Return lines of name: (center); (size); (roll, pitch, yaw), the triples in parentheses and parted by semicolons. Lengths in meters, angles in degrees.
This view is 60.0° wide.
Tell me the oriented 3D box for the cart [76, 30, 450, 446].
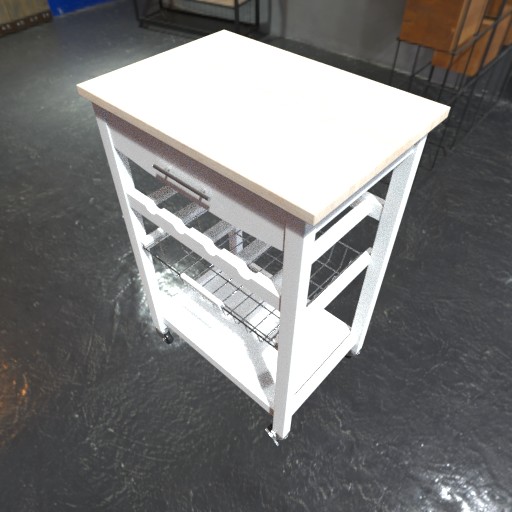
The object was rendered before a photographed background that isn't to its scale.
cart: (0.000, 0.000, 1.135); (0.578, 0.857, 0.406); (33, 54, 28)
